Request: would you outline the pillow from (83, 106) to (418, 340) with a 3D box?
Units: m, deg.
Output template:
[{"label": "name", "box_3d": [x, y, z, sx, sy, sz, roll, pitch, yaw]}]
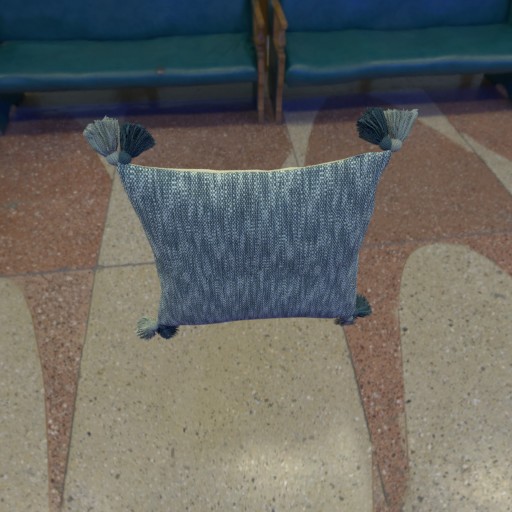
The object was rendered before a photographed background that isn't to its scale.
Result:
[{"label": "pillow", "box_3d": [0.000, 0.000, 0.928, 0.614, 0.634, 0.138, -3, 47, -3]}]
